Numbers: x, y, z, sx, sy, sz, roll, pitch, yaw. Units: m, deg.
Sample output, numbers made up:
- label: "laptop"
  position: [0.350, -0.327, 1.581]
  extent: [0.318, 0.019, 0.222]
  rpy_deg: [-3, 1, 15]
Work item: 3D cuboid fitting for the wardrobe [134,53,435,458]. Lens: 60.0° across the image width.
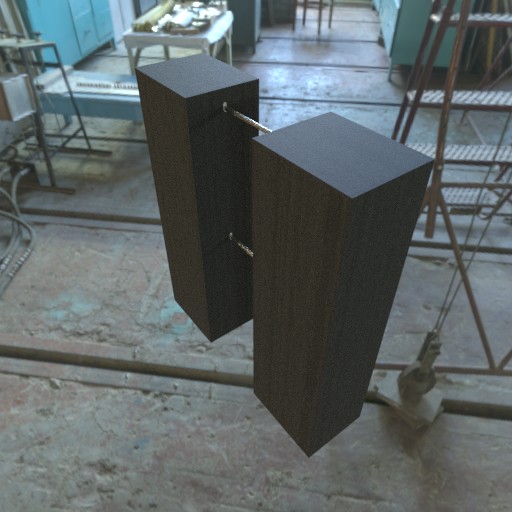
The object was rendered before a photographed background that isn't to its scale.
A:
- label: "wardrobe"
  position: [0.000, 0.000, 2.872]
  extent: [0.480, 2.000, 1.770]
  rpy_deg: [-26, 47, -27]
